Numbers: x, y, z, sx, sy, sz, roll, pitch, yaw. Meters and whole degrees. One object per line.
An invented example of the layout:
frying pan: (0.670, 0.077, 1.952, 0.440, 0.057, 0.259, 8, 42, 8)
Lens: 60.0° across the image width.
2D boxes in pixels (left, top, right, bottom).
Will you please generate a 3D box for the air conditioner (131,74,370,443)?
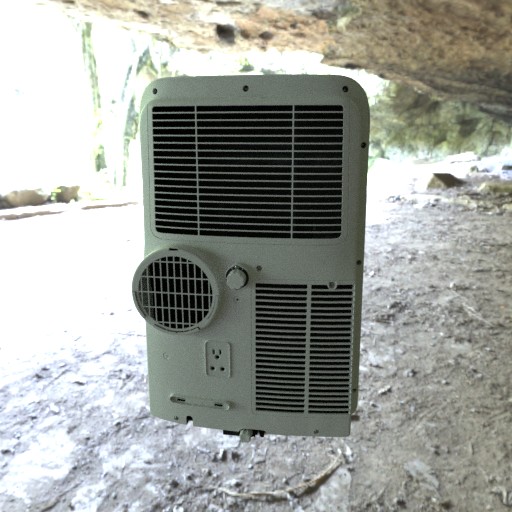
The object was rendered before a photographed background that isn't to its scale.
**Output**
air conditioner: (0.000, 0.000, 0.952, 0.454, 0.700, 0.365, 2, 16, 8)
